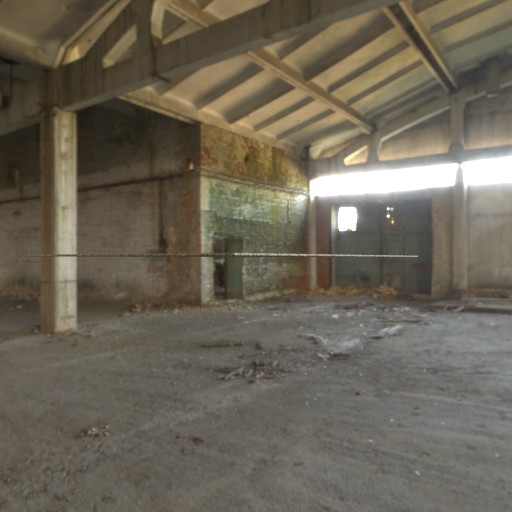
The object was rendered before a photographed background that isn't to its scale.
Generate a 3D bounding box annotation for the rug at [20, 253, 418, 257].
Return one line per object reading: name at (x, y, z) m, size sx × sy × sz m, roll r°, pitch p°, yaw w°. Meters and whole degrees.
rug at (0.000, 0.000, 3.078) m, size 1.549 × 0.010 × 2.464 m, roll 0°, pitch 0°, yaw 35°
